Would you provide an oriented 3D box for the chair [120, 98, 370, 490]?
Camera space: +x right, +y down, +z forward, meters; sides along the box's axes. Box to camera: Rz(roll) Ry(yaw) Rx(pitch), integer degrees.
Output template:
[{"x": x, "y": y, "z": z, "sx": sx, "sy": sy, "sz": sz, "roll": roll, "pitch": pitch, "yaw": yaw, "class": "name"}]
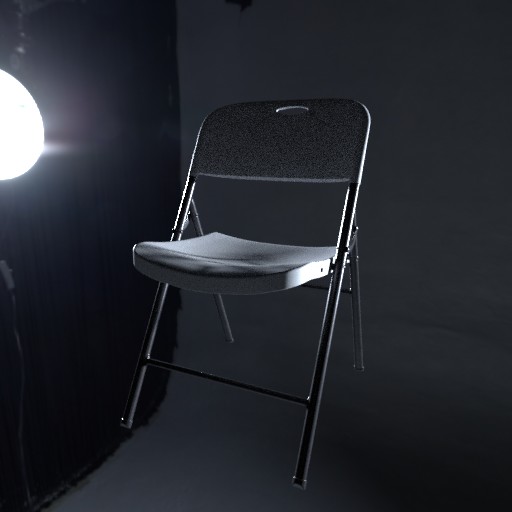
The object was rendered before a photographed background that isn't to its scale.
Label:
[{"x": 0.000, "y": 0.000, "z": 1.153, "sx": 0.494, "sy": 0.810, "sz": 0.566, "roll": 7, "pitch": 16, "yaw": 25, "class": "chair"}]
